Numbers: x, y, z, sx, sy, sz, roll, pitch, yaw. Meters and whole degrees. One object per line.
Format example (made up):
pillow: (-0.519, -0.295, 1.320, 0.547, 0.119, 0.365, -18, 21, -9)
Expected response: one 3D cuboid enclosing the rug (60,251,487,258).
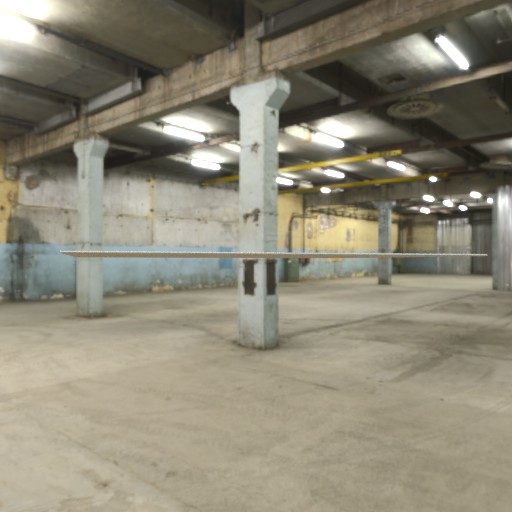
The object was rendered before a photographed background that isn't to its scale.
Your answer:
rug: (0.000, 0.000, 2.762, 2.142, 0.010, 1.533, 0, -1, -20)
